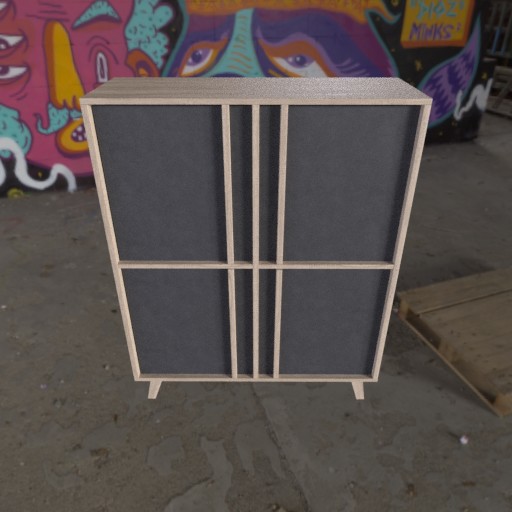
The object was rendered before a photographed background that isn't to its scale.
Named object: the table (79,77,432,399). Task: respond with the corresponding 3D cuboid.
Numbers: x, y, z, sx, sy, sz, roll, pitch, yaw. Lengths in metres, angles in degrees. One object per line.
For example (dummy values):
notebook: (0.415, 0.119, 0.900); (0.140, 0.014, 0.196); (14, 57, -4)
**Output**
table: (0.000, 0.000, 1.917); (1.111, 1.388, 0.398); (0, 31, 0)
